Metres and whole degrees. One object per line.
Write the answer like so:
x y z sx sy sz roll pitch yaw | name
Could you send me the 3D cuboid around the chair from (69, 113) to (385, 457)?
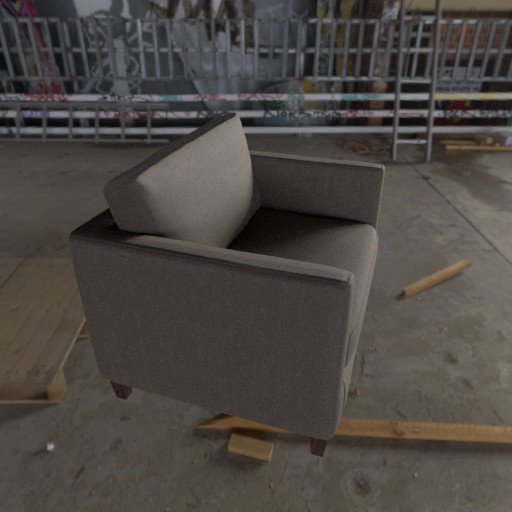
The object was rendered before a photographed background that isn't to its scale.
0.000 0.000 1.865 0.959 0.963 1.107 10 31 16 | chair
